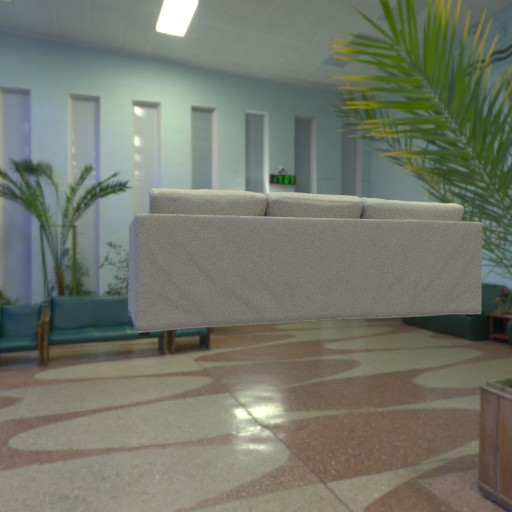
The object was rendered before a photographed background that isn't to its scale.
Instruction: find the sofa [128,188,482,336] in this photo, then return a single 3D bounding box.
[{"bbox_3d":[0.000,0.000,4.314,2.432,0.871,3.182,0,1,-18],"label":"sofa"}]
